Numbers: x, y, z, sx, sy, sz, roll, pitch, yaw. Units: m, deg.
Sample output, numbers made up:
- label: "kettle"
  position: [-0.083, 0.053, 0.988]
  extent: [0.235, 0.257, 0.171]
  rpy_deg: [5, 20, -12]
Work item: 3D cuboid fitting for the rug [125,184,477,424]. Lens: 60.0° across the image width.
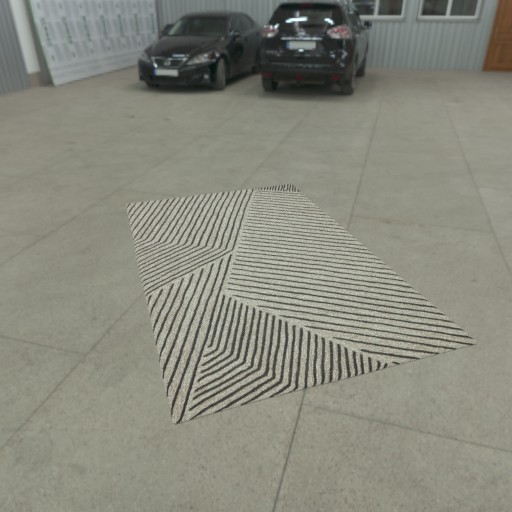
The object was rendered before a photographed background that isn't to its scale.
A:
- label: "rug"
  position: [0.000, 0.000, 2.998]
  extent: [1.539, 0.023, 2.406]
  rpy_deg: [-10, 31, -16]
